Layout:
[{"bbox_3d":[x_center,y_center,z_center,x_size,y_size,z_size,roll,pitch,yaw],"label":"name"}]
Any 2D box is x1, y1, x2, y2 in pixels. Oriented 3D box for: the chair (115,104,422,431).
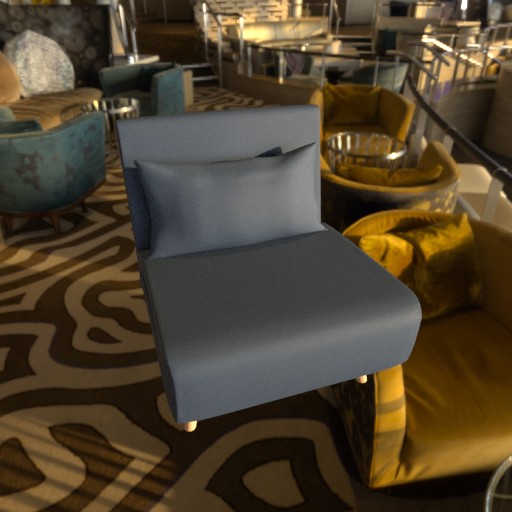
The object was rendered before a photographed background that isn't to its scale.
[{"bbox_3d":[0.000,0.000,1.507,0.770,0.808,0.900,-10,32,-16],"label":"chair"}]
